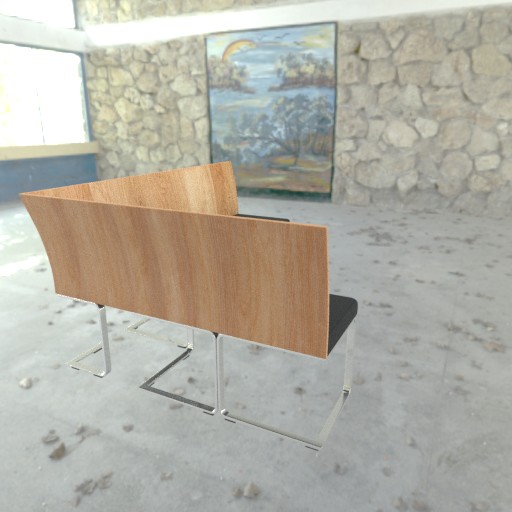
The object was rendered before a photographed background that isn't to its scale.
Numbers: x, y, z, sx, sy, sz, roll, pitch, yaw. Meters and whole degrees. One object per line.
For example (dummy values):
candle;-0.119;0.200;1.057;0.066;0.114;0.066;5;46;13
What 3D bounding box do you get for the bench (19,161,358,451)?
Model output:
bench;0.000;0.000;2.706;1.495;0.930;1.945;8;19;26
